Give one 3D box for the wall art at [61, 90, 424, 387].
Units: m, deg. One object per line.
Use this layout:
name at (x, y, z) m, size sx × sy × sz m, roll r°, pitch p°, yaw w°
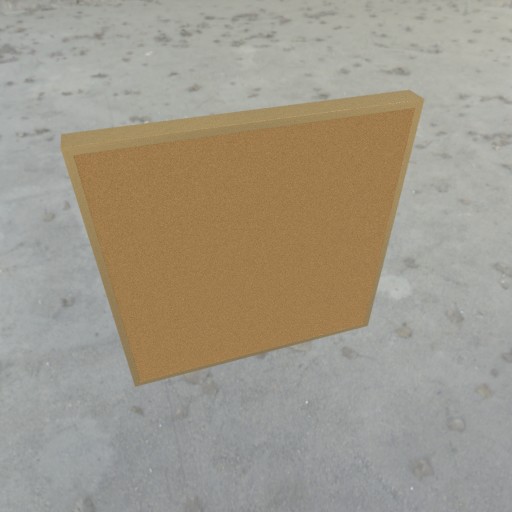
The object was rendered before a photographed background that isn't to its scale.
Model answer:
wall art at (0.000, 0.000, 0.774) m, size 0.509 × 0.509 × 0.040 m, roll -12°, pitch 42°, yaw -13°
